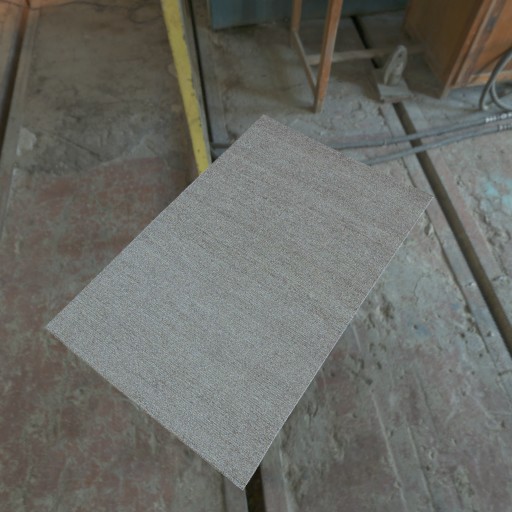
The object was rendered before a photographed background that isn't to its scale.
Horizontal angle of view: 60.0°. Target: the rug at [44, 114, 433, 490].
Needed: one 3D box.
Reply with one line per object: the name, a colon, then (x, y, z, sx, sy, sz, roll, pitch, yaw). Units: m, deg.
rug: (0.000, 0.000, 2.264, 1.154, 0.021, 1.792, 32, 64, 18)
